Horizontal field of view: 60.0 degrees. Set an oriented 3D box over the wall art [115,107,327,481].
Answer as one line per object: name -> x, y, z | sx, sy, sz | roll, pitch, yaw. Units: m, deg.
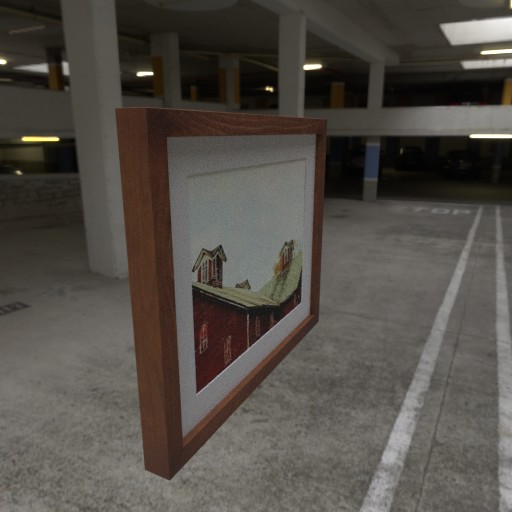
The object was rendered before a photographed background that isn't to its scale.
wall art -> 0.000, 0.000, 0.543 | 0.030, 0.328, 0.401 | 8, 18, 27
